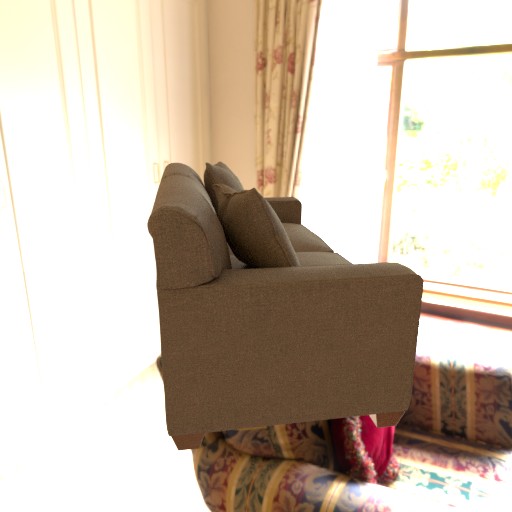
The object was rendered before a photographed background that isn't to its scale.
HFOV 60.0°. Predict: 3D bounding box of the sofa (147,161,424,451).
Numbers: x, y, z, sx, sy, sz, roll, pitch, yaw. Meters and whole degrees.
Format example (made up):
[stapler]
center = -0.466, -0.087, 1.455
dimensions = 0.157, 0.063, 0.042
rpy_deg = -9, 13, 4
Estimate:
[sofa]
center = 0.000, 0.000, 2.427
dimensions = 1.000, 0.958, 1.846
rpy_deg = -3, 17, -9
